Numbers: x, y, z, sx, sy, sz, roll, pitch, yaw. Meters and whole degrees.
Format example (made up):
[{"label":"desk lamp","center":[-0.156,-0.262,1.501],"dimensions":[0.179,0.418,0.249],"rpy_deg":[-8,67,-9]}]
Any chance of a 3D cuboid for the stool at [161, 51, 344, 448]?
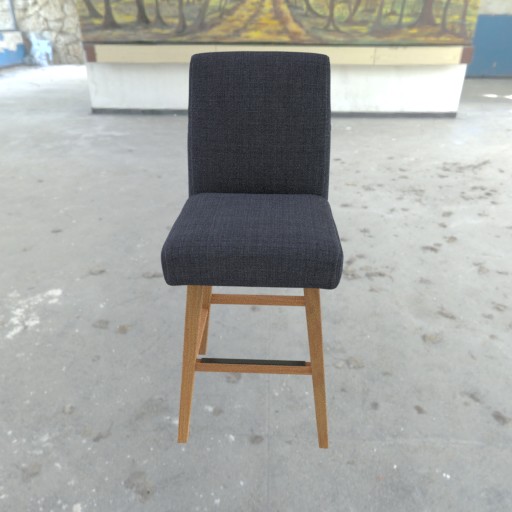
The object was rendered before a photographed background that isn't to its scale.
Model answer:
[{"label":"stool","center":[0.000,0.000,1.361],"dimensions":[0.483,1.112,0.570],"rpy_deg":[1,29,2]}]
